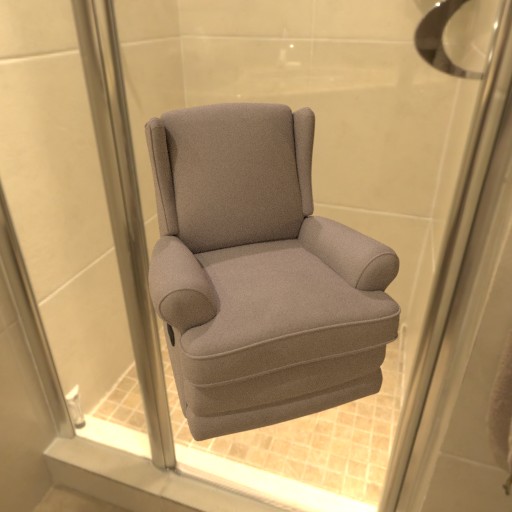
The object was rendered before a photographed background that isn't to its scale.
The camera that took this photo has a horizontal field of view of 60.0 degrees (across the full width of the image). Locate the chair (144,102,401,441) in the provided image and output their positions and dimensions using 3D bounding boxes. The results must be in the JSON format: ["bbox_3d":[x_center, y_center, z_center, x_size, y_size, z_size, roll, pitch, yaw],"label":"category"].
[{"bbox_3d":[0.000,0.000,1.729,0.847,1.011,0.969,-9,31,-16],"label":"chair"}]
